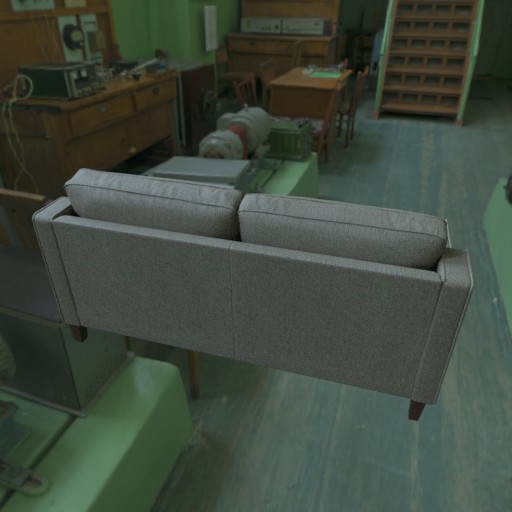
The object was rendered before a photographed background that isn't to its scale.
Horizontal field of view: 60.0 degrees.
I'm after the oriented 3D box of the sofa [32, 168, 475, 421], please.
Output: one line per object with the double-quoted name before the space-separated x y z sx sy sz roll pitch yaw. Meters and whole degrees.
"sofa" 0.000 0.000 2.687 2.181 1.074 1.073 9 32 14
